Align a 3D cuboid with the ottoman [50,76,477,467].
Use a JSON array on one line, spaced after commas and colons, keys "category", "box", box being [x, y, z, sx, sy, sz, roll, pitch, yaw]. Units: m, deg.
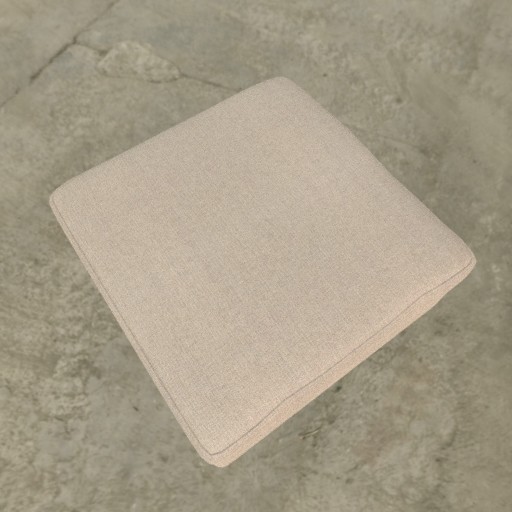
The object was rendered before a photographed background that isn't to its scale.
[{"category": "ottoman", "box": [0.000, 0.000, 1.318, 0.838, 0.481, 0.838, -32, 67, -15]}]
